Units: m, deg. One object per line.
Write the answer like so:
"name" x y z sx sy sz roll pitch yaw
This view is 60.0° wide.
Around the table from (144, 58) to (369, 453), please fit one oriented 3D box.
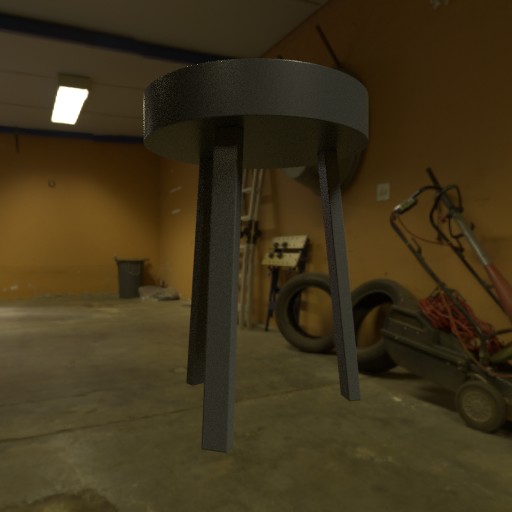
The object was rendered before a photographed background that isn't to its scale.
"table" 0.000 0.000 0.828 0.406 0.559 0.406 0 1 0
